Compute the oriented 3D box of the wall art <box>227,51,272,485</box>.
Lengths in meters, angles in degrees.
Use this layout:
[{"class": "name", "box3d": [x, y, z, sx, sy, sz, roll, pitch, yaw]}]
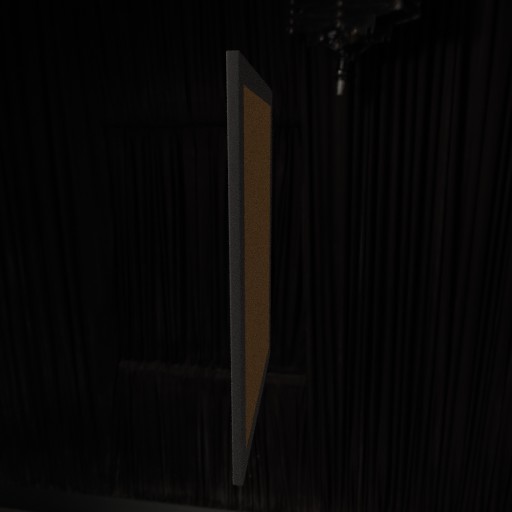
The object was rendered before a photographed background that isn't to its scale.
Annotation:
[{"class": "wall art", "box3d": [0.000, 0.000, 0.705, 0.013, 0.534, 0.380, 2, 15, 7]}]
